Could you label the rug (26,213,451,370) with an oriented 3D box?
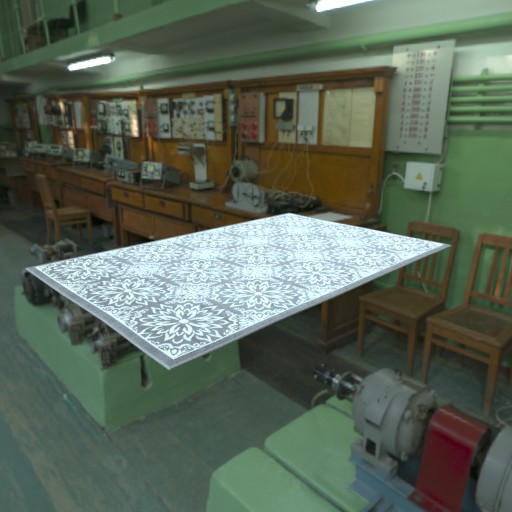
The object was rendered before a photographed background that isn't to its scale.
[{"bbox_3d":[0.000,0.000,3.393,2.746,0.018,1.819,-16,23,-41],"label":"rug"}]
